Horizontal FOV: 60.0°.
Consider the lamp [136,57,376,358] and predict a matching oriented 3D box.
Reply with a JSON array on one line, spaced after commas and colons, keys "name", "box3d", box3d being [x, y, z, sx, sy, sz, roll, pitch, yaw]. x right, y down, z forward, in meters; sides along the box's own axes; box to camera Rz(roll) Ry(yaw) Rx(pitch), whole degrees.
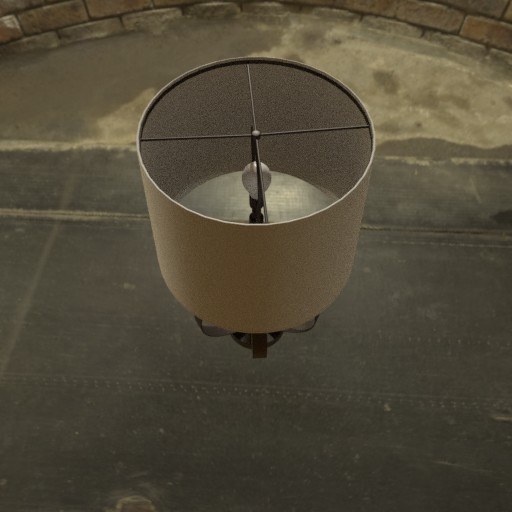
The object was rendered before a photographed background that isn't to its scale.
[{"name": "lamp", "box3d": [0.000, 0.000, 0.686, 0.286, 0.510, 0.286, 0, 58, 0]}]
